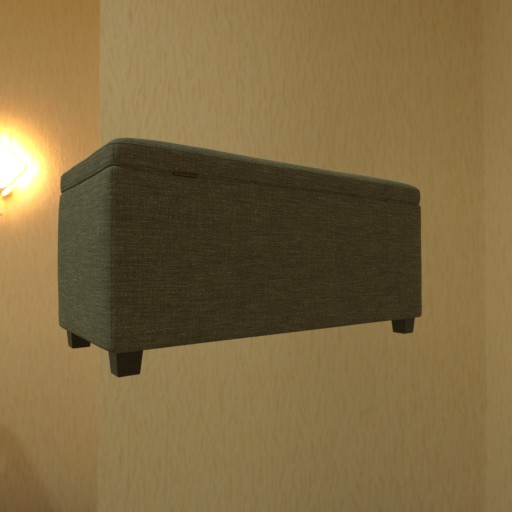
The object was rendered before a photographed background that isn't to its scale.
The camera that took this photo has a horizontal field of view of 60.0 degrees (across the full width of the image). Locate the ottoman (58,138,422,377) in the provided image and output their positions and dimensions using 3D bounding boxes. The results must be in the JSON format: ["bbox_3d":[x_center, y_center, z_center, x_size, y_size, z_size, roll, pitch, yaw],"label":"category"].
[{"bbox_3d":[0.000,0.000,1.158,0.902,0.432,0.419,1,-1,-36],"label":"ottoman"}]
